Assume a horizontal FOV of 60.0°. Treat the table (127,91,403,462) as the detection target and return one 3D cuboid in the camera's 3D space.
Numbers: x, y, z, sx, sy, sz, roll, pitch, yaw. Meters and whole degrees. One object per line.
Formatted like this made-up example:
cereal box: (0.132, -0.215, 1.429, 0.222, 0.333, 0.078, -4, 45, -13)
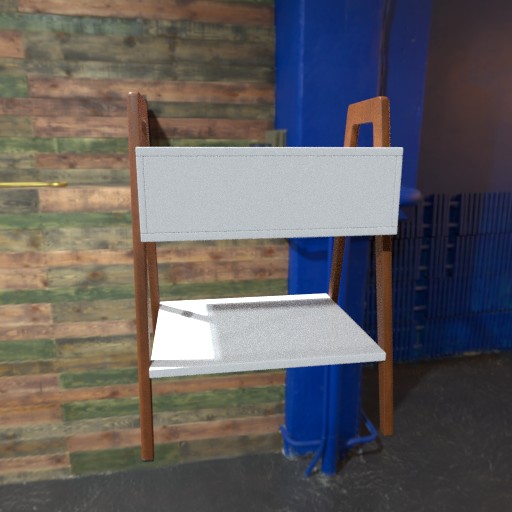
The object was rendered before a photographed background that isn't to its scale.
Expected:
table: (0.000, 0.000, 0.912, 0.457, 0.610, 0.405, -2, 13, -9)
